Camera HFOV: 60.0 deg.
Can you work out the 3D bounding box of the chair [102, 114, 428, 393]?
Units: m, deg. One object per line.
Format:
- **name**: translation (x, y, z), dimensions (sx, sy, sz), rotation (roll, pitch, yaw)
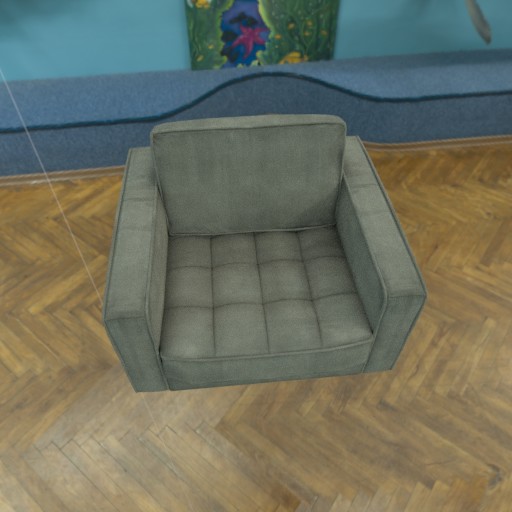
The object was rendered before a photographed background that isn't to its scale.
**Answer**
- **chair**: translation (0.000, 0.000, 1.557), dimensions (0.928, 0.773, 0.843), rotation (-4, 48, -4)
